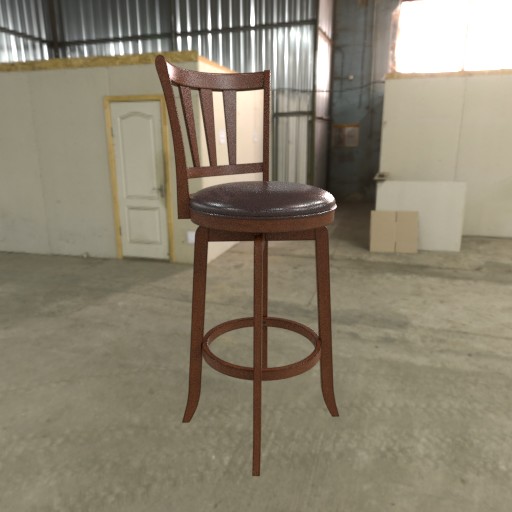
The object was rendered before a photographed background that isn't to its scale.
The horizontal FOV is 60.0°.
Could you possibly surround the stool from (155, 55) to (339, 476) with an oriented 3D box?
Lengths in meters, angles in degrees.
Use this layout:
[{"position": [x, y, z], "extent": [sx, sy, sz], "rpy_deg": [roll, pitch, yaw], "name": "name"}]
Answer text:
[{"position": [0.000, 0.000, 1.425], "extent": [0.464, 1.177, 0.503], "rpy_deg": [-15, 22, -43], "name": "stool"}]
